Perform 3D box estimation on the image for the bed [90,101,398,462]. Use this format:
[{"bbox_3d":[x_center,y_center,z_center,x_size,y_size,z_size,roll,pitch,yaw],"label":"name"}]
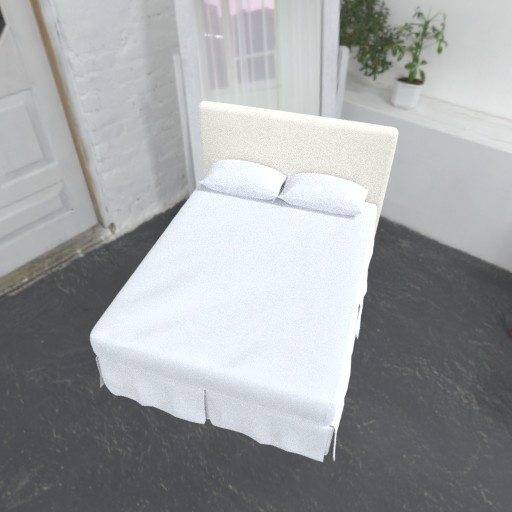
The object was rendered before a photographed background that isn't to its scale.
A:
[{"bbox_3d":[0.000,0.000,3.299,1.713,1.330,2.142,12,44,13],"label":"bed"}]
